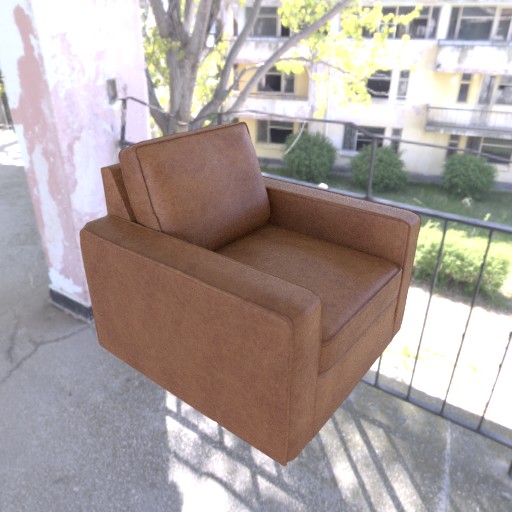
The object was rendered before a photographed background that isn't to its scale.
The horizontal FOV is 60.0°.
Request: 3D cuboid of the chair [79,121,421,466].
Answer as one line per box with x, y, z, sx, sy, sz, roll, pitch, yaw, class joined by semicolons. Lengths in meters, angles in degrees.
0.000;0.000;1.769;1.027;0.901;0.987;18;32;31;chair
